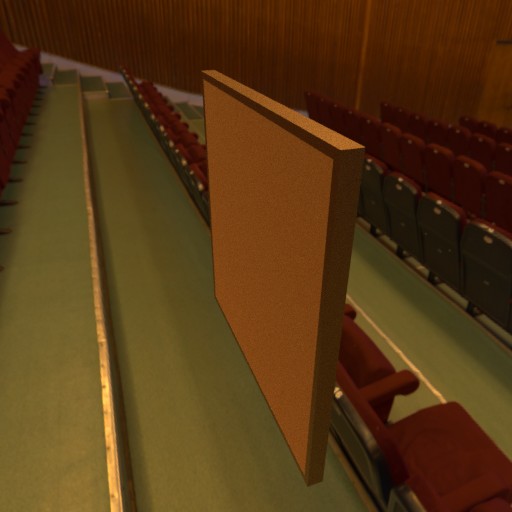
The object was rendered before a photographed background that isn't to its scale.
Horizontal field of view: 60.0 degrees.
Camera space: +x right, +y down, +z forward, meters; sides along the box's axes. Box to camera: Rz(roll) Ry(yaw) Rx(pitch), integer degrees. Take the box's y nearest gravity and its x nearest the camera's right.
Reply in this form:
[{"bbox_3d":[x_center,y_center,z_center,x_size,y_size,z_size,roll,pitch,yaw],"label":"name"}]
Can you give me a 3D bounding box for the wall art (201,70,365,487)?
[{"bbox_3d":[0.000,0.000,1.104,0.038,0.762,0.762,-11,32,-17],"label":"wall art"}]
